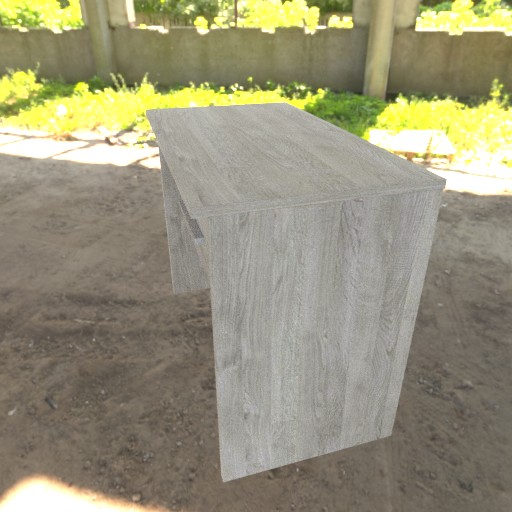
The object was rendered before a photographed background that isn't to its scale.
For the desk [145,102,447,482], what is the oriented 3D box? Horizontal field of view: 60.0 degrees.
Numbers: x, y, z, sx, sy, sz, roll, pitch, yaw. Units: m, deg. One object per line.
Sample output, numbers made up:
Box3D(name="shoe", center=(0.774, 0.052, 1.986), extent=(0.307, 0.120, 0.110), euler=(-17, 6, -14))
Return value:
Box3D(name="desk", center=(0.000, 0.000, 1.337), extent=(0.498, 0.724, 0.893), euler=(-8, 30, -15))
